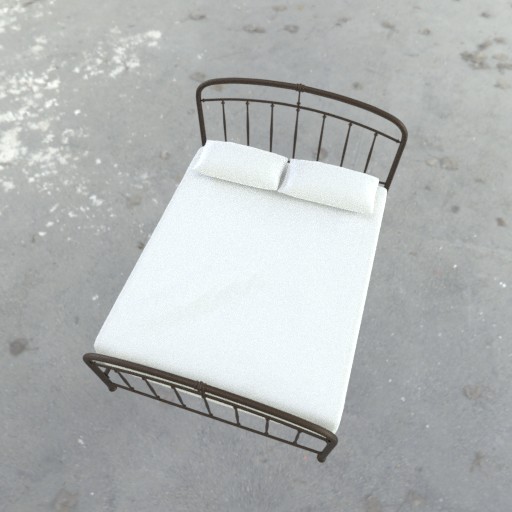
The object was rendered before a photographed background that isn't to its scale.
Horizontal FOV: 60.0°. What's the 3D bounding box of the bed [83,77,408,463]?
[{"bbox_3d":[0.000,0.000,3.240,1.711,1.425,2.180,15,59,9],"label":"bed"}]
